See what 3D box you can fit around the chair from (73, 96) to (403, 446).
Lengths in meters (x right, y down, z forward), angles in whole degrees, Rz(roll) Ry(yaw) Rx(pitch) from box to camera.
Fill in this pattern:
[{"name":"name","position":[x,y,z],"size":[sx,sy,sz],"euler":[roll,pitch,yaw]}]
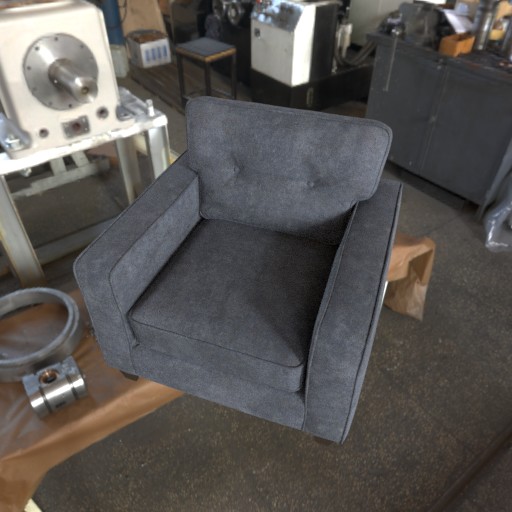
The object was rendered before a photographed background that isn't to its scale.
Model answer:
[{"name":"chair","position":[0.000,0.000,1.771],"size":[1.015,0.965,0.939],"euler":[13,43,15]}]
